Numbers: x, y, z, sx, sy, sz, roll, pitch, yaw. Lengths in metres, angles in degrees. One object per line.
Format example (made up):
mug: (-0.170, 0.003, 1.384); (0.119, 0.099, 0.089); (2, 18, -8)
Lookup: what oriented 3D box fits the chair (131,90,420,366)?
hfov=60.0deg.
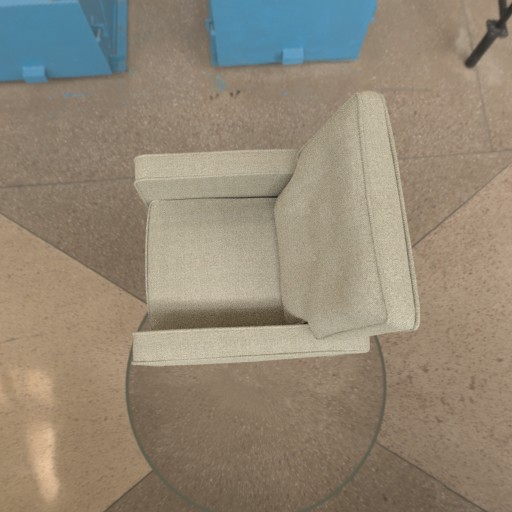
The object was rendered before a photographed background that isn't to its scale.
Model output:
chair: (0.000, 0.000, 1.415); (0.754, 0.888, 0.648); (-3, 75, -1)
